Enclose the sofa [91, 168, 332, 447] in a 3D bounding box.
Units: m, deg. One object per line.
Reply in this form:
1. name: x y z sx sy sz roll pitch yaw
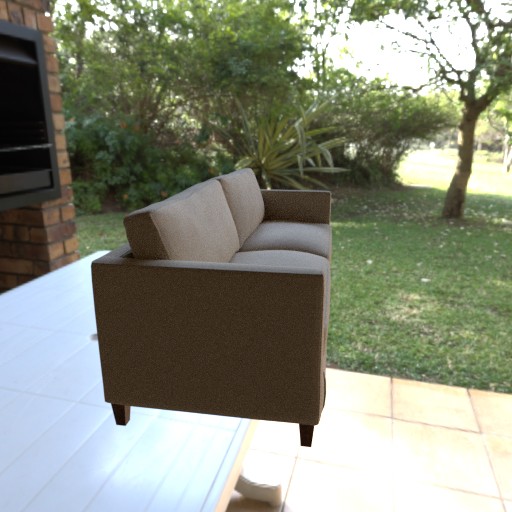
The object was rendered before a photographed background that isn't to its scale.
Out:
1. sofa: 0.000 0.000 2.828 0.951 0.968 2.361 3 16 9
